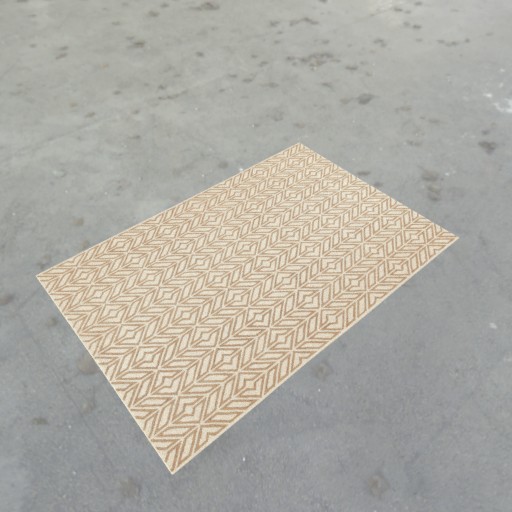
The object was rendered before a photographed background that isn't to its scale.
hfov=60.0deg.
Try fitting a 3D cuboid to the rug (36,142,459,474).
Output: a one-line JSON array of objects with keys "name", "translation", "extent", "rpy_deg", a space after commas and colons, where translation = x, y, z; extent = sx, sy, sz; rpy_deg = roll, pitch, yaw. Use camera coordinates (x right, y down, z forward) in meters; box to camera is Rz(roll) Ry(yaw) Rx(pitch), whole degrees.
[{"name": "rug", "translation": [0.000, 0.000, 2.286], "extent": [1.828, 0.007, 1.220], "rpy_deg": [-32, 54, -27]}]
